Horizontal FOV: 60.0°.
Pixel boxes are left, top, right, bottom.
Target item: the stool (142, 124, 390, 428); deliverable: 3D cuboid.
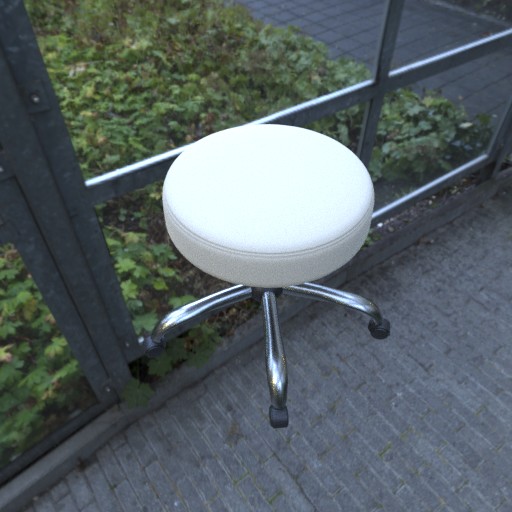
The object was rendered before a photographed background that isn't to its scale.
[{"bbox_3d":[0.000,0.000,1.040,0.614,0.482,0.634,-17,49,-16],"label":"stool"}]
